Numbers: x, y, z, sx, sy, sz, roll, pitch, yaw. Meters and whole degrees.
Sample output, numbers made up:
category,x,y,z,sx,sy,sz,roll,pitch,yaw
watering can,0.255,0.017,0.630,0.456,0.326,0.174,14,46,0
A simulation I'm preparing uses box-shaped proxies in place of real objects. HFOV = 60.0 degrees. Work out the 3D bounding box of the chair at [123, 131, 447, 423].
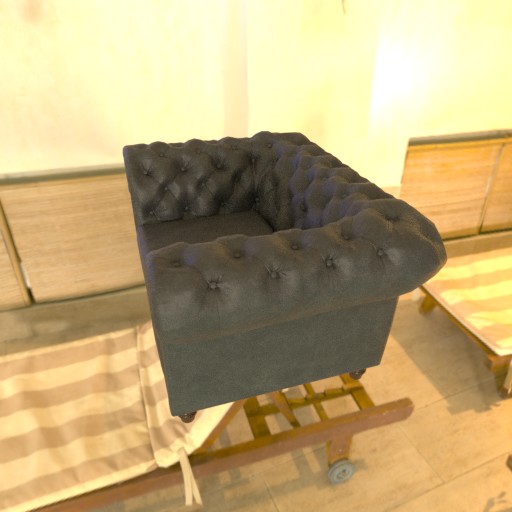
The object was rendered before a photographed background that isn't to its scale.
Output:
category,x,y,z,sx,sy,sz,roll,pitch,yaw
chair,0.000,0.000,1.882,0.943,0.780,1.298,-9,32,-15
